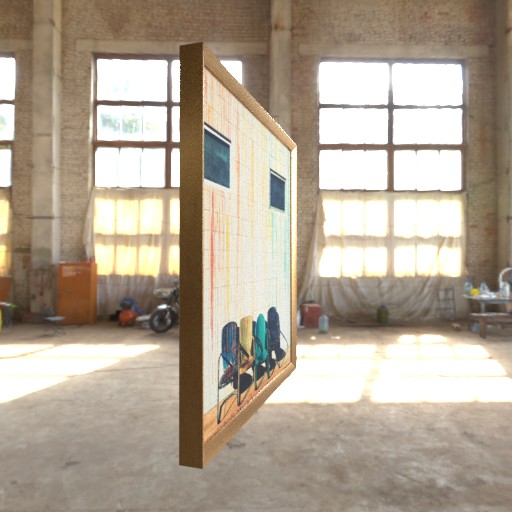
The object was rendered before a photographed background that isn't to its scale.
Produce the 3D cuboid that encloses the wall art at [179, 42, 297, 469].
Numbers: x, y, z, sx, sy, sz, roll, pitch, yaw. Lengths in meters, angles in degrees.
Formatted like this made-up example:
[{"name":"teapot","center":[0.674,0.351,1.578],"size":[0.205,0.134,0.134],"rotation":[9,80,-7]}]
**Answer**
[{"name":"wall art","center":[0.000,0.000,0.460],"size":[0.019,0.302,0.302],"rotation":[0,0,18]}]
